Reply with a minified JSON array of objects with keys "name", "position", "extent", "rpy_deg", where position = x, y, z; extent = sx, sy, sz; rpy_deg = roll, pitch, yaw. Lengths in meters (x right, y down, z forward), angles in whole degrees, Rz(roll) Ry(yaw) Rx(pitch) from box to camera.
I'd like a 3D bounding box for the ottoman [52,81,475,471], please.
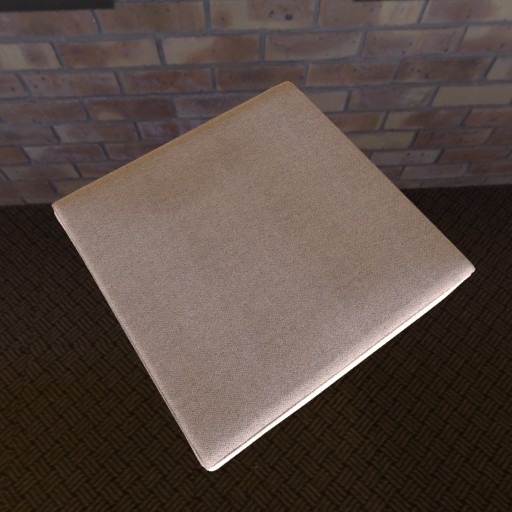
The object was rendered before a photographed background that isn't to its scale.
[{"name":"ottoman","position":[0.000,0.000,1.530],"extent":[0.982,0.381,0.973],"rpy_deg":[-32,69,-14]}]
